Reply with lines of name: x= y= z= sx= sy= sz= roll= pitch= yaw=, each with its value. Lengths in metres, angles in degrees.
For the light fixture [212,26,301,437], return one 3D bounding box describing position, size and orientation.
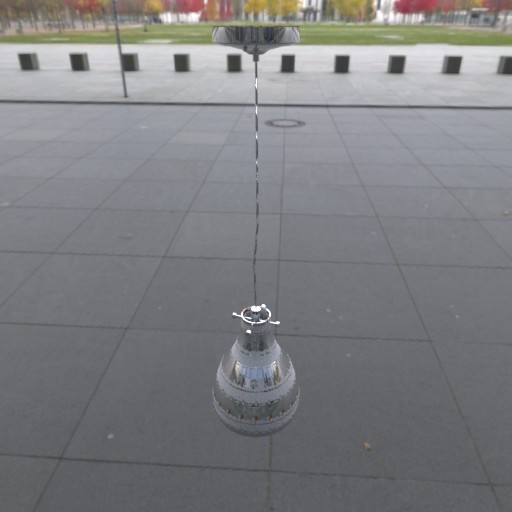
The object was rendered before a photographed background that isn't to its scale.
light fixture: x=0.000 y=0.000 z=1.584 sx=0.374 sy=1.457 sz=0.374 roll=9 pitch=30 yaw=17
